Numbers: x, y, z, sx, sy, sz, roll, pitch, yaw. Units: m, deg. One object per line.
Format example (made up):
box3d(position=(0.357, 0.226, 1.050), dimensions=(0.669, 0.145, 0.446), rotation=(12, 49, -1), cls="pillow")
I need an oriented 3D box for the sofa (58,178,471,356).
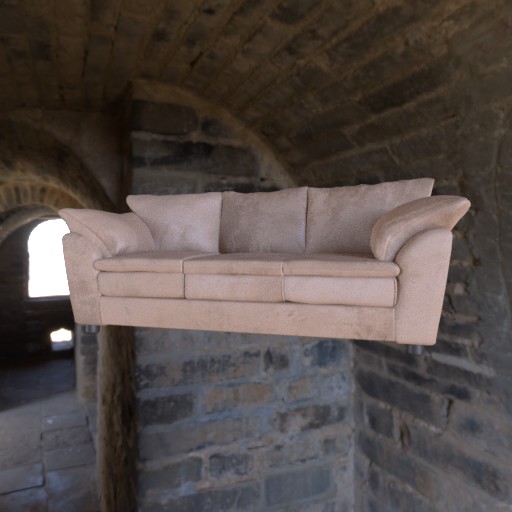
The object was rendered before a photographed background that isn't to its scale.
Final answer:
box3d(position=(0.000, 0.000, 2.830), dimensions=(2.377, 0.981, 0.893), rotation=(0, 1, 17), cls="sofa")
